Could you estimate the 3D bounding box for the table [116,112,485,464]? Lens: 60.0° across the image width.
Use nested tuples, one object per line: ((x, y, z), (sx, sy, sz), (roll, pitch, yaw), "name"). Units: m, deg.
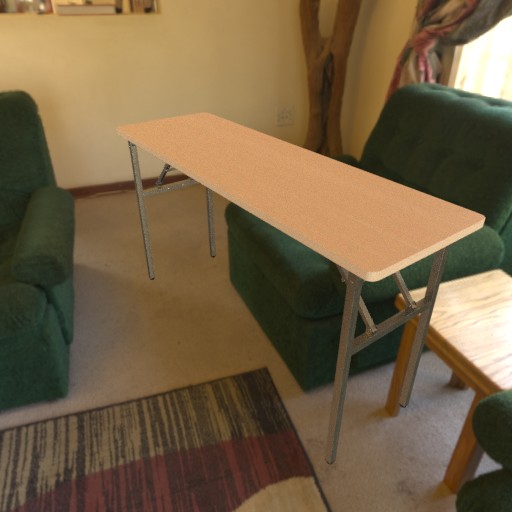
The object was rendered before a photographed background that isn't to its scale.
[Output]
((0.000, 0.000, 1.691), (0.446, 0.750, 1.397), (-21, 37, -31), "table")
